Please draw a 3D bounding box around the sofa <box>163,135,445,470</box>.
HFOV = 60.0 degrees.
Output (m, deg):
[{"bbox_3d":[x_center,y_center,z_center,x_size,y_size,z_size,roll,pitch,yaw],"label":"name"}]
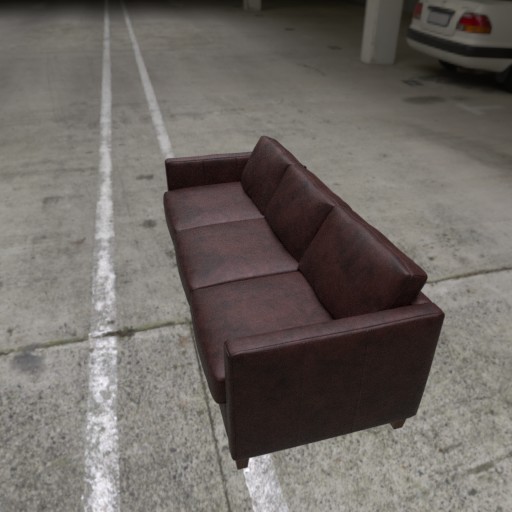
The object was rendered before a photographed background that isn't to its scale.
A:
[{"bbox_3d":[0.000,0.000,2.963,1.045,1.006,2.464,-8,32,-14],"label":"sofa"}]
